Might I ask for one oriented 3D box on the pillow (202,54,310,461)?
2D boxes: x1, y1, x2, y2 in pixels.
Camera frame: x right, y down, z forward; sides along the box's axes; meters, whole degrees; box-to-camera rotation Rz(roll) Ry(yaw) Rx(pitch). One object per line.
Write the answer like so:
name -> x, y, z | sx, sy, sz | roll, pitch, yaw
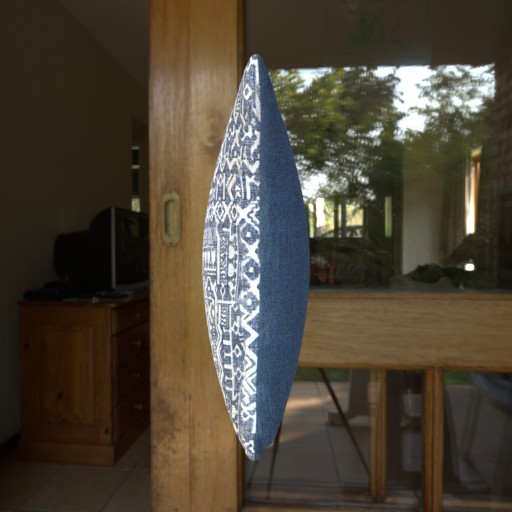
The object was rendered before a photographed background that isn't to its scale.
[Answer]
pillow -> 0.000, 0.000, 0.782 | 0.180, 0.487, 0.546 | 0, 1, 0
